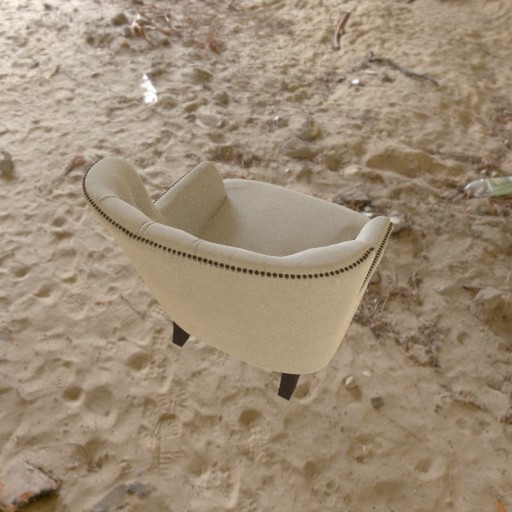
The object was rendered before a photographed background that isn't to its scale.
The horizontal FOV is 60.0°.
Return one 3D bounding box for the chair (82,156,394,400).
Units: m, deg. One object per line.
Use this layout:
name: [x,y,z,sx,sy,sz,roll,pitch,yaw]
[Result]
chair: [0.000,0.000,1.585,0.848,0.868,0.906,21,49,20]
